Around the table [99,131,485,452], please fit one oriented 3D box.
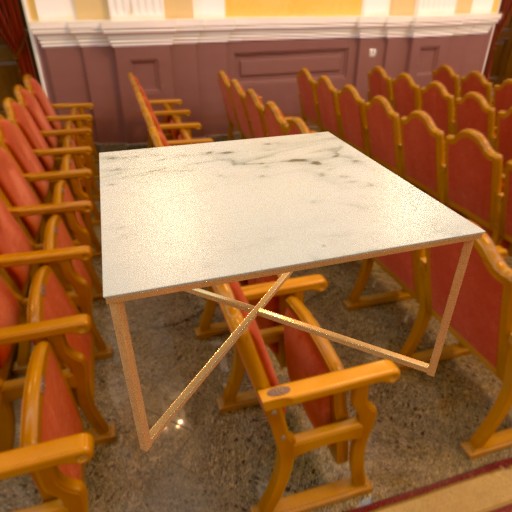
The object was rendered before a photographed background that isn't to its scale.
[{"bbox_3d":[0.000,0.000,1.307,0.800,0.450,0.800,-9,33,-15],"label":"table"}]
